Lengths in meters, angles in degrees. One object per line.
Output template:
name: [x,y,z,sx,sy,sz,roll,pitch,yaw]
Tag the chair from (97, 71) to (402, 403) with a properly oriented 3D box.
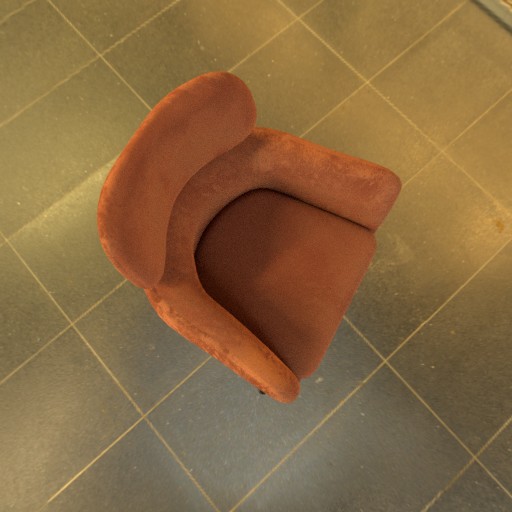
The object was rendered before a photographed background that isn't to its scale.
chair: [0.000,0.000,1.104,0.523,0.772,0.561,28,78,7]
